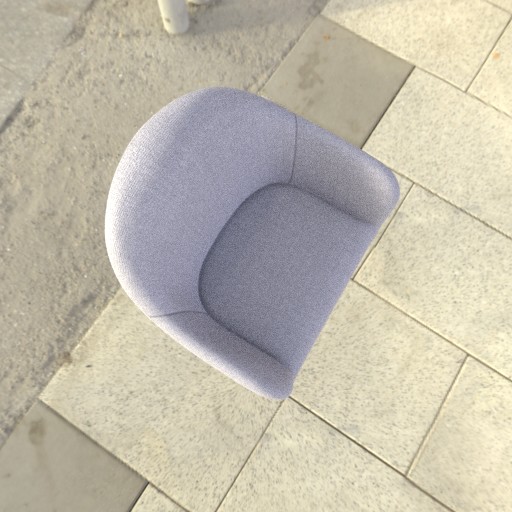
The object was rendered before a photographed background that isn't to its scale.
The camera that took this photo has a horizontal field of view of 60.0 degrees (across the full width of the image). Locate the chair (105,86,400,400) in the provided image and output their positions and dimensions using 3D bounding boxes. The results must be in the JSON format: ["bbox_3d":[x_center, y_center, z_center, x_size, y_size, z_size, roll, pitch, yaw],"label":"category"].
[{"bbox_3d":[0.000,0.000,1.185,0.550,0.795,0.590,30,77,8],"label":"chair"}]
